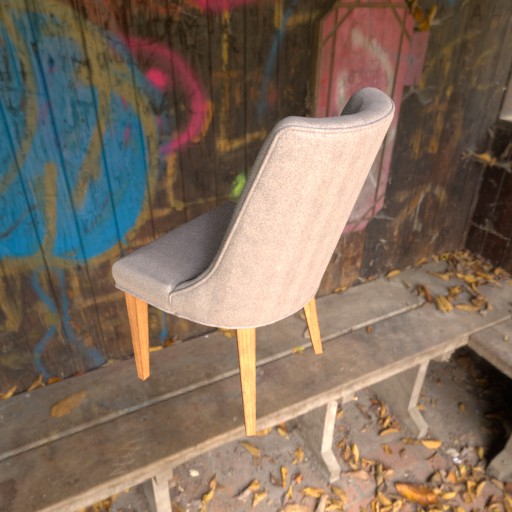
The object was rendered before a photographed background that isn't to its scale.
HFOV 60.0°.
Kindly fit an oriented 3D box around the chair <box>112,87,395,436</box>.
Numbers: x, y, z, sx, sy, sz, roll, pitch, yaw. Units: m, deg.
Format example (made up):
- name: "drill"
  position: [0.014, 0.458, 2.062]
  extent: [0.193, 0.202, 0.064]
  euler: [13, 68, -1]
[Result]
- name: "chair"
  position: [0.000, 0.000, 1.282]
  extent: [0.636, 0.916, 0.548]
  euler: [20, 36, 30]
